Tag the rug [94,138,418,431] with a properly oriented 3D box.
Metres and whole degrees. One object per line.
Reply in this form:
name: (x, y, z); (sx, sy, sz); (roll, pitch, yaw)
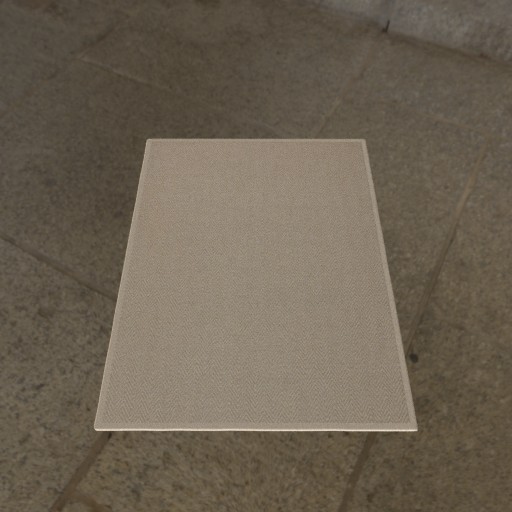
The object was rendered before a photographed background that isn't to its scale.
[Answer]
rug: (0.000, 0.000, 4.090); (2.407, 0.020, 3.051); (0, 58, 0)
